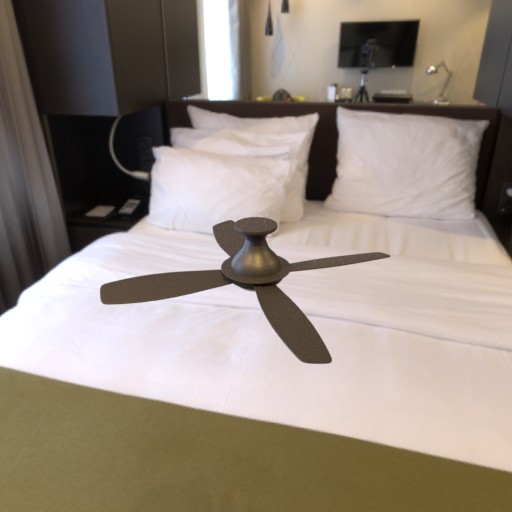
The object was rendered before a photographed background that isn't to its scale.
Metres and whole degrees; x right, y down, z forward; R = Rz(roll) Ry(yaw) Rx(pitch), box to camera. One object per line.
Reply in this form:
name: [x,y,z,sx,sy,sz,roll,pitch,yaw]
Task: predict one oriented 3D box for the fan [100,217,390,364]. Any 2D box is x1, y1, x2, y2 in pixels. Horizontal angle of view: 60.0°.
fan: [0.000,0.000,2.484,1.694,0.382,1.694,-7,26,-16]
